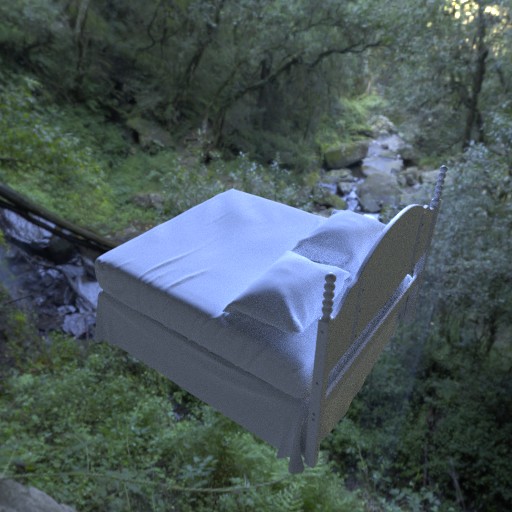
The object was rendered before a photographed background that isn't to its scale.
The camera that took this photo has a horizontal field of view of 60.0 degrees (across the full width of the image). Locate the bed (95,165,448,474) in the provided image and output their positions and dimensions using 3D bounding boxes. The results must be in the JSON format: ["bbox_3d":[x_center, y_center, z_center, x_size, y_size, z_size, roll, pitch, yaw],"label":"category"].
[{"bbox_3d":[0.000,0.000,3.292,2.040,1.356,1.873,21,38,30],"label":"bed"}]
